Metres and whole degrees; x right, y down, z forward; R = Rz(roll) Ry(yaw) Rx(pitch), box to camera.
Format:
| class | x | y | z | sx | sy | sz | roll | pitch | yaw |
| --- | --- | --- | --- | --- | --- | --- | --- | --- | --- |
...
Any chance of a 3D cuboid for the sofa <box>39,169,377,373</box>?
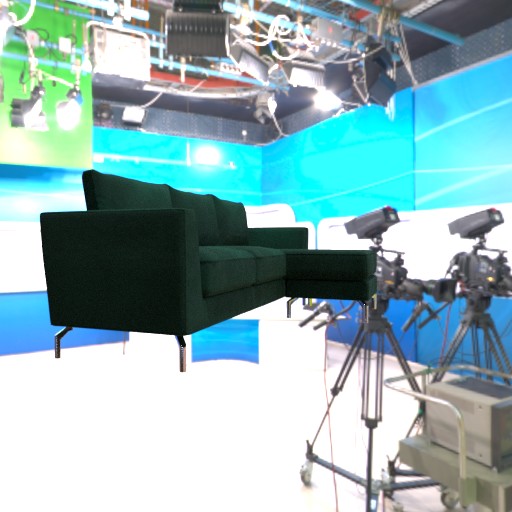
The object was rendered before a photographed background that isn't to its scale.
| class | x | y | z | sx | sy | sz | roll | pitch | yaw |
| --- | --- | --- | --- | --- | --- | --- | --- | --- | --- |
| sofa | 0.000 | 0.000 | 3.151 | 1.489 | 1.007 | 2.441 | 1 | 2 | 20 |
